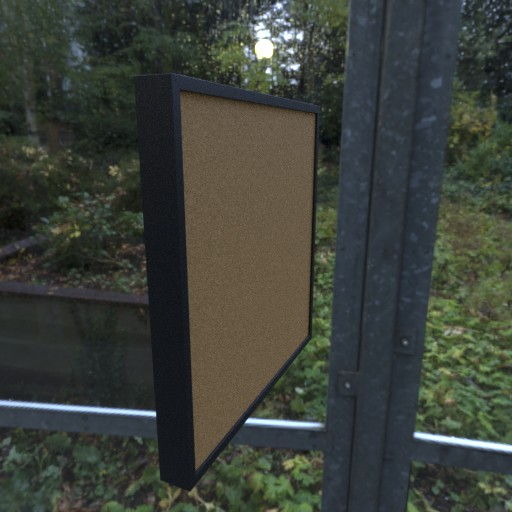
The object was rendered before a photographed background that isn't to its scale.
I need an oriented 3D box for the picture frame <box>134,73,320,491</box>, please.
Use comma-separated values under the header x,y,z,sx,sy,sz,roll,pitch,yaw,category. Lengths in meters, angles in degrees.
x,y,z,sx,sy,sz,roll,pitch,yaw,category
0.000,0.000,0.465,0.030,0.317,0.317,7,16,24,picture frame
